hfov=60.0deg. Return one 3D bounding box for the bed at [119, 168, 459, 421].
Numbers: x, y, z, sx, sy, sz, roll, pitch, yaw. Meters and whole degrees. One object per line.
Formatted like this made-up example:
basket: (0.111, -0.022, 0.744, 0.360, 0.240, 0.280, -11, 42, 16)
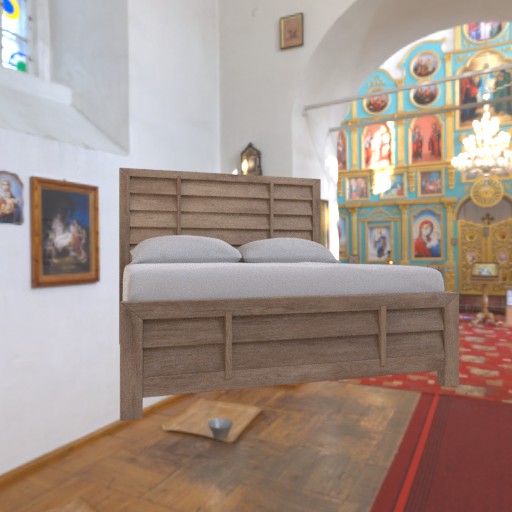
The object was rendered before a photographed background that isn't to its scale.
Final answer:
bed: (0.000, 0.000, 3.451, 2.032, 1.626, 2.062, 0, 0, -17)
